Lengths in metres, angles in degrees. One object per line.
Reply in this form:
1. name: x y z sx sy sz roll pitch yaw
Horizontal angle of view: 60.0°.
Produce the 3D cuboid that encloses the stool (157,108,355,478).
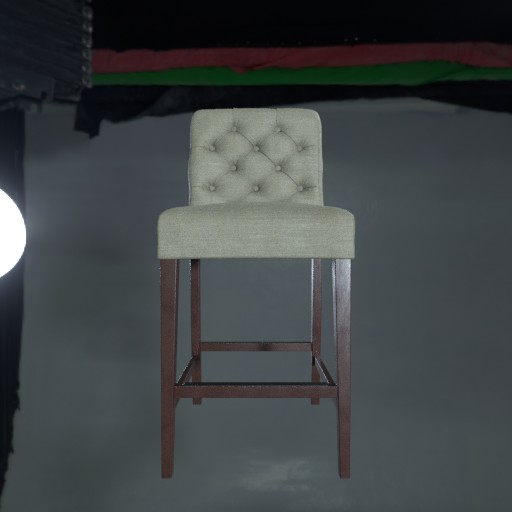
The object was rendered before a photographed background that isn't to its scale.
1. stool: 0.000 0.000 1.393 0.486 1.084 0.660 0 1 0
